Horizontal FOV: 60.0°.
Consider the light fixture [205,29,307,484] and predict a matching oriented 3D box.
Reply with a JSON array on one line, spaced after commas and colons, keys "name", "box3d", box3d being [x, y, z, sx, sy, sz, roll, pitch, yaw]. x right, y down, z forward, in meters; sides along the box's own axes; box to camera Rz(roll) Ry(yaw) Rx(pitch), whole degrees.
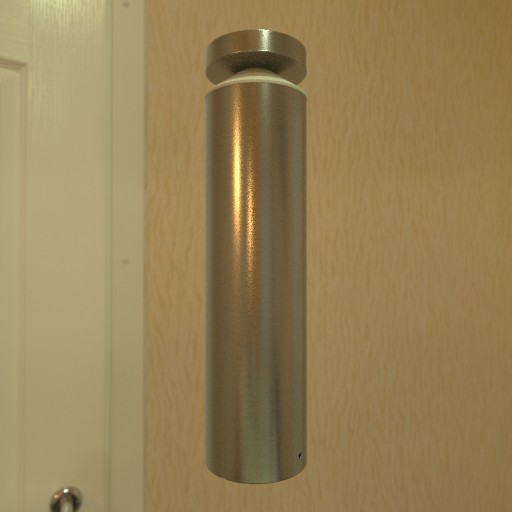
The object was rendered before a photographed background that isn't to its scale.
[{"name": "light fixture", "box3d": [0.000, 0.000, 0.440, 0.102, 0.400, 0.102, 0, -1, 36]}]
